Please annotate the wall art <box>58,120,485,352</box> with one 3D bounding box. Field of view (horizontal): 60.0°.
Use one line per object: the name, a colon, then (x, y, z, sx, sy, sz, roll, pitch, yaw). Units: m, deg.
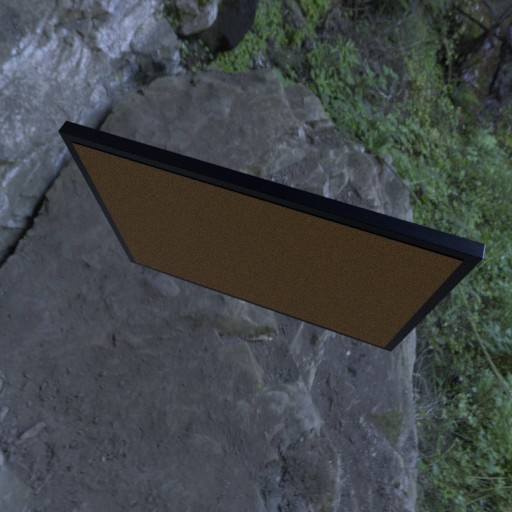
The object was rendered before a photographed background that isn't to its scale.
wall art: (0.000, 0.000, 0.854, 0.657, 0.458, 0.027, 18, 64, 9)
